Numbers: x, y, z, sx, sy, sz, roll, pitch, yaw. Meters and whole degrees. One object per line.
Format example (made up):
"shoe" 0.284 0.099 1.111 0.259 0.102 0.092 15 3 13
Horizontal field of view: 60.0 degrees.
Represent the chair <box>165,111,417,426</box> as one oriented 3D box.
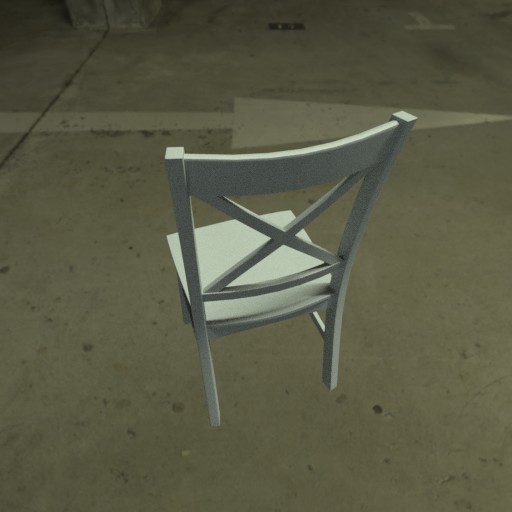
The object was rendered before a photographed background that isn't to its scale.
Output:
"chair" 0.000 0.000 1.288 0.485 0.983 0.542 -13 43 -14
